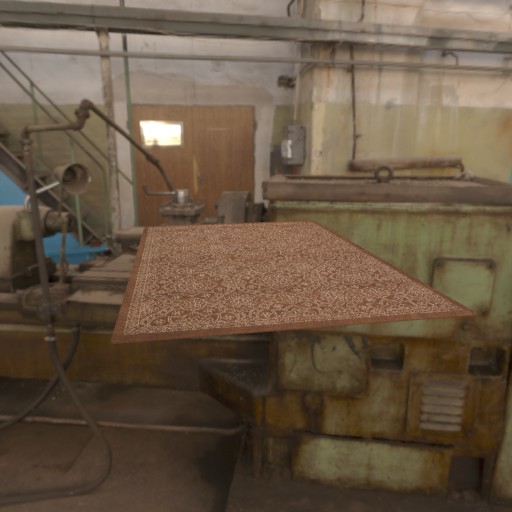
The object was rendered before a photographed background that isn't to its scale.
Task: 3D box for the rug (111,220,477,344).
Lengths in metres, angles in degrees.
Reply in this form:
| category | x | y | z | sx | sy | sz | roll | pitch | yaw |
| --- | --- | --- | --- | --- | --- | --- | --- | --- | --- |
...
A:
| category | x | y | z | sx | sy | sz | roll | pitch | yaw |
| --- | --- | --- | --- | --- | --- | --- | --- | --- | --- |
| rug | 0.000 | 0.000 | 2.290 | 1.219 | 0.010 | 1.829 | -3 | 15 | -10 |
